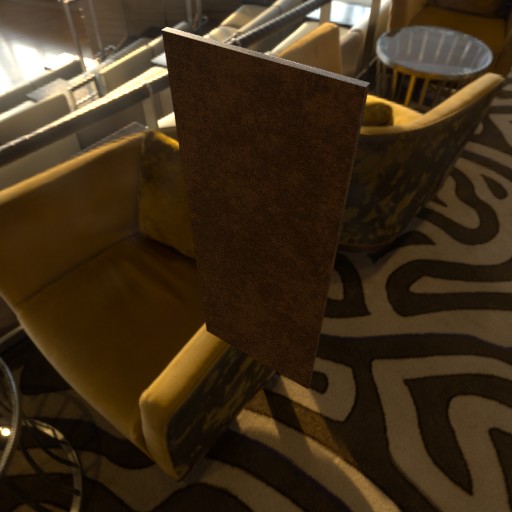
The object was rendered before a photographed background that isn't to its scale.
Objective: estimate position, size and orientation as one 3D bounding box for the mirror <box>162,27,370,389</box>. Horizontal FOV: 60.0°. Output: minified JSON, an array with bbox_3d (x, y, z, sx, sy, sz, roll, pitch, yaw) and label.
[{"bbox_3d":[0.000,0.000,2.252,0.812,2.031,0.032,25,52,21],"label":"mirror"}]
